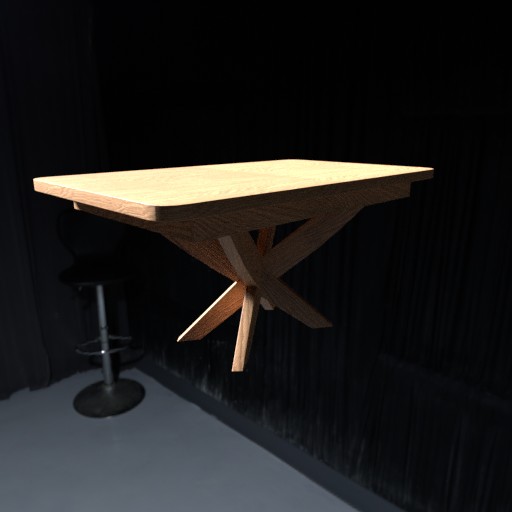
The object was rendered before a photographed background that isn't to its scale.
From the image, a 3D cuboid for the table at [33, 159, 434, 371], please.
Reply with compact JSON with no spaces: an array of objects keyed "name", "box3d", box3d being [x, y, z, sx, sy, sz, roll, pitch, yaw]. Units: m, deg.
[{"name":"table","box3d":[0.000,0.000,2.080,1.600,0.770,0.950,-15,22,-43]}]
